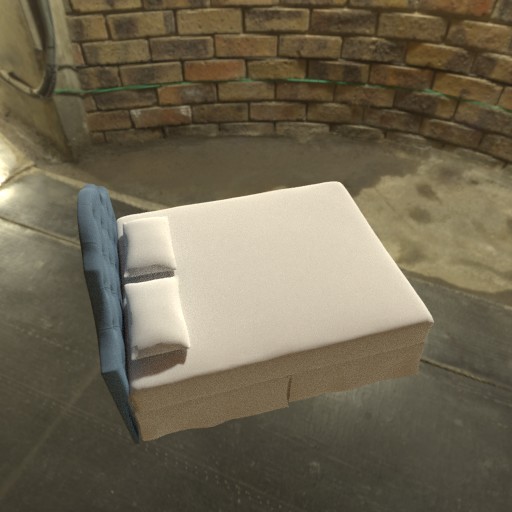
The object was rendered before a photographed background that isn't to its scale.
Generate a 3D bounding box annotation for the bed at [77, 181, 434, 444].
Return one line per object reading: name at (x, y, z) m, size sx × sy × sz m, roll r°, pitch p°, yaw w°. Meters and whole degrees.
bed at (0.000, 0.000, 3.755) m, size 2.477 × 1.617 × 2.039 m, roll -11°, pitch 47°, yaw -11°
